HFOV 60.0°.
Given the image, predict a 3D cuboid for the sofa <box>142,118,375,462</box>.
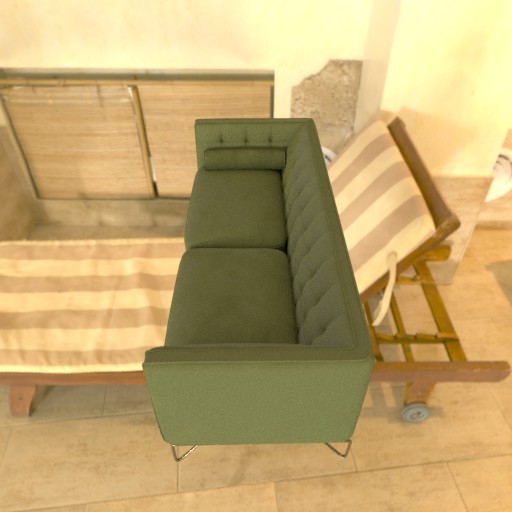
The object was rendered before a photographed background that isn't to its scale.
[{"bbox_3d":[0.000,0.000,2.591,0.867,0.789,2.087,0,41,0],"label":"sofa"}]
